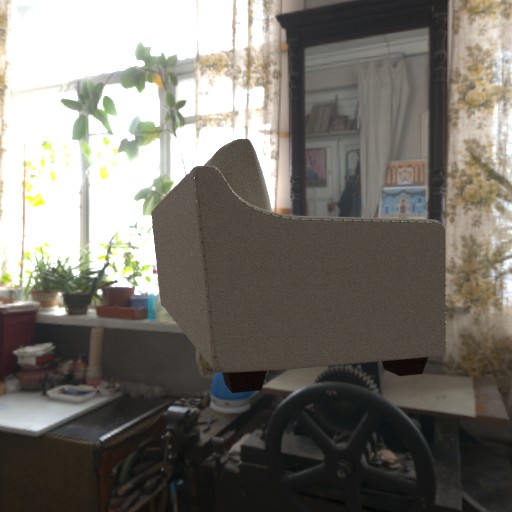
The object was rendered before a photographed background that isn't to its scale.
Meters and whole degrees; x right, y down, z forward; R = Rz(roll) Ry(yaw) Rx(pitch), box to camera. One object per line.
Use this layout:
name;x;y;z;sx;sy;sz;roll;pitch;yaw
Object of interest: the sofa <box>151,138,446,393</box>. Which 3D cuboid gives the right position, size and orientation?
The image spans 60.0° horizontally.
sofa;0.000;0.000;2.705;1.104;0.983;2.107;0;1;-17
